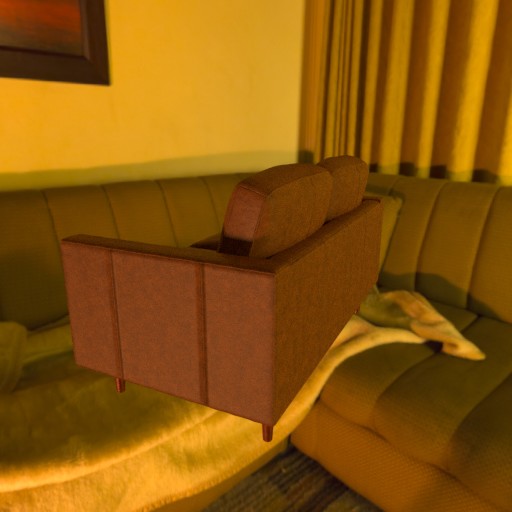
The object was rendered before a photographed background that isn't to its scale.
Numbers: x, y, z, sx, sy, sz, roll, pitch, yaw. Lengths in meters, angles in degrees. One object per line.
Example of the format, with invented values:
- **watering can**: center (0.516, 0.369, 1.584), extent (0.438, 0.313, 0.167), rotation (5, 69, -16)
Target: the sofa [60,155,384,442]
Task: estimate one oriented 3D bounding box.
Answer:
- **sofa**: center (0.000, 0.000, 2.181), extent (0.909, 0.951, 1.578), rotation (8, 18, 25)
